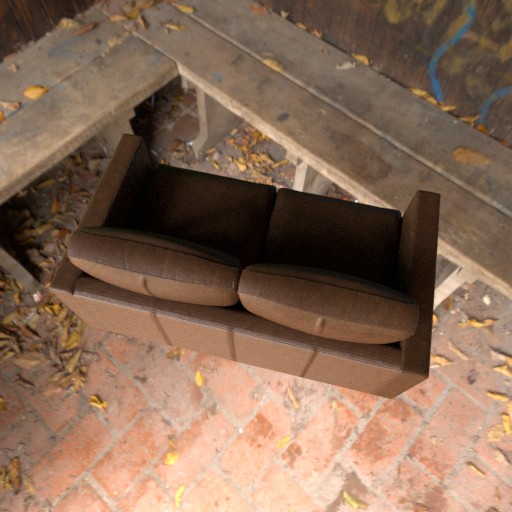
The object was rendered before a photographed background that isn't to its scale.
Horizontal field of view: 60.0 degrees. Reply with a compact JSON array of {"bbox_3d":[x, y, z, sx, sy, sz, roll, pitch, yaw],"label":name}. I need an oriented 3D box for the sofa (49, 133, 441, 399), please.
[{"bbox_3d":[0.000,0.000,2.152,1.578,0.951,0.909,12,64,6],"label":"sofa"}]
